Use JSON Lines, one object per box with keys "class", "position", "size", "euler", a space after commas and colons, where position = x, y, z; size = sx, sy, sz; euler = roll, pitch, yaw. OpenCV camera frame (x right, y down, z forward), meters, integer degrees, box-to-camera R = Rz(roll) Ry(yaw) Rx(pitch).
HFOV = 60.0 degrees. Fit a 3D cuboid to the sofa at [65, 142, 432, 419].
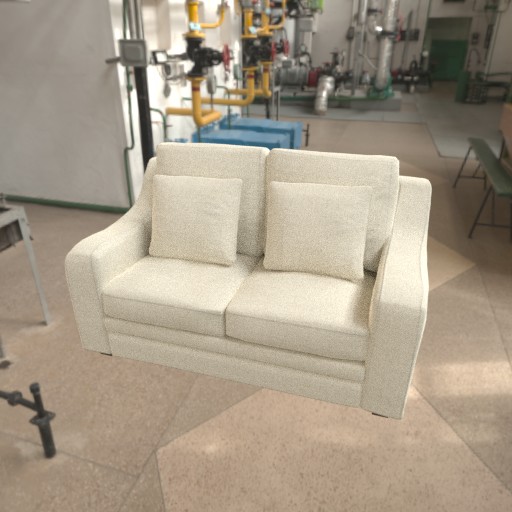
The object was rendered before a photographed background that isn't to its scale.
{"class": "sofa", "position": [0.000, 0.000, 2.396], "size": [1.744, 1.047, 1.040], "euler": [8, 28, 15]}
